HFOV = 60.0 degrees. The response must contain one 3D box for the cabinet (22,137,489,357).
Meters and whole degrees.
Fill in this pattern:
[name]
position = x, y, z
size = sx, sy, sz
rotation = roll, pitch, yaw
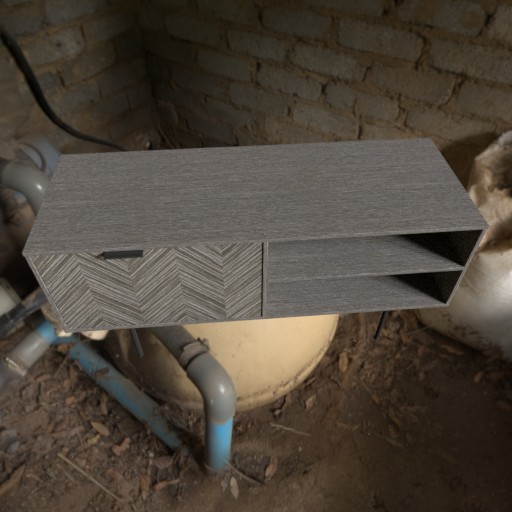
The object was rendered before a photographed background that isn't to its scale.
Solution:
[cabinet]
position = 0.000, 0.000, 1.599
size = 1.300, 0.599, 0.500
rotation = -3, 46, -3
